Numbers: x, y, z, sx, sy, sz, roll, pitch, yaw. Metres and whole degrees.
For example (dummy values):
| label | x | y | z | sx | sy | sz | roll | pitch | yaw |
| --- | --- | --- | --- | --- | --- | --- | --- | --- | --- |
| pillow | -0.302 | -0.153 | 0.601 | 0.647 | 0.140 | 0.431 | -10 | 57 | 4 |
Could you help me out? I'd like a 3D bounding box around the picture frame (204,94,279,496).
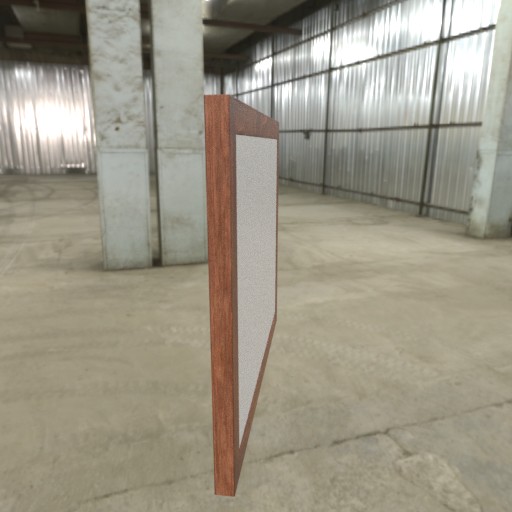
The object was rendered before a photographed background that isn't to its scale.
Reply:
| label | x | y | z | sx | sy | sz | roll | pitch | yaw |
| --- | --- | --- | --- | --- | --- | --- | --- | --- | --- |
| picture frame | 0.000 | 0.000 | 0.747 | 0.025 | 0.457 | 0.559 | 2 | 14 | 8 |
